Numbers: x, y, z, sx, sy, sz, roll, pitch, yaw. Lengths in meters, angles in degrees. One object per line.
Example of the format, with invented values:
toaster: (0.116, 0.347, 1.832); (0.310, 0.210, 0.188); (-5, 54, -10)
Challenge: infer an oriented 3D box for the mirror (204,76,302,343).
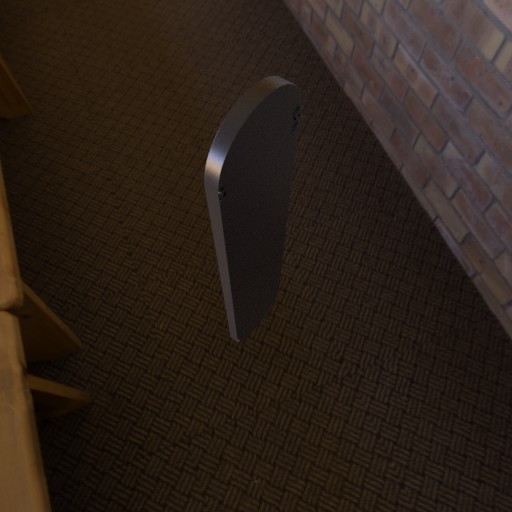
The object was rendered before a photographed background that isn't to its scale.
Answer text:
mirror: (0.000, 0.000, 1.061); (0.032, 0.991, 0.222); (33, 68, 16)
